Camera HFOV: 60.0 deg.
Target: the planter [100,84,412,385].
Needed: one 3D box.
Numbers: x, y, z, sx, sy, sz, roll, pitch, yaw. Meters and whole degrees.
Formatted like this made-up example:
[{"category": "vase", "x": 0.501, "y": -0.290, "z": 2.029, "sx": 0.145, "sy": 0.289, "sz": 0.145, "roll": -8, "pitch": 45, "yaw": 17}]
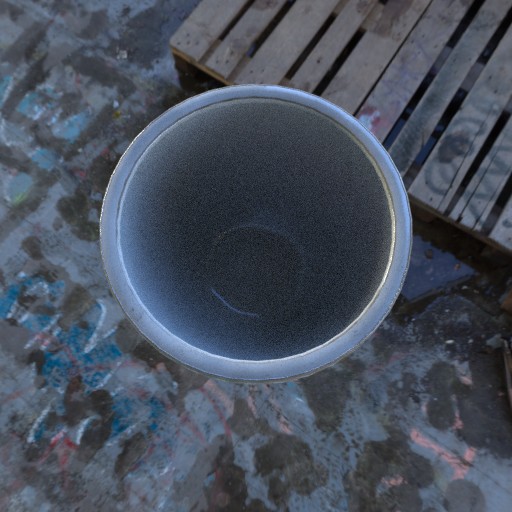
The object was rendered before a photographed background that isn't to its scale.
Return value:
[{"category": "planter", "x": 0.000, "y": 0.000, "z": 0.317, "sx": 0.173, "sy": 0.160, "sz": 0.173, "roll": 0, "pitch": 76, "yaw": 0}]
